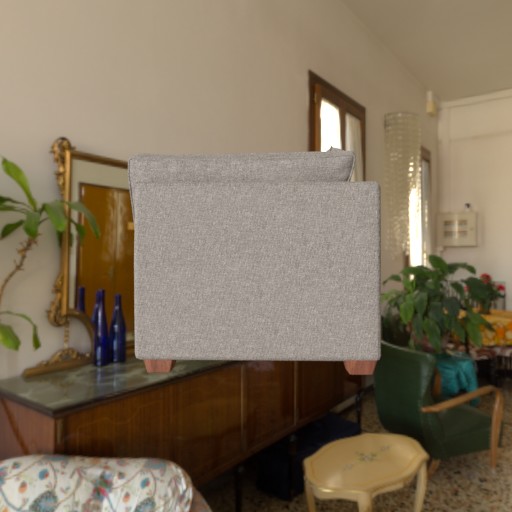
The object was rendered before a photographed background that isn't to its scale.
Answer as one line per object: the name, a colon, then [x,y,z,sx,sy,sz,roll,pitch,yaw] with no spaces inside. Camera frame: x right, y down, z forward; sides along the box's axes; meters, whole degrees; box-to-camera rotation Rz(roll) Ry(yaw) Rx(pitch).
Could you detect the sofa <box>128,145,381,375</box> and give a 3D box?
sofa: [0.000,0.000,2.902,1.061,0.962,2.317,0,0,1]
